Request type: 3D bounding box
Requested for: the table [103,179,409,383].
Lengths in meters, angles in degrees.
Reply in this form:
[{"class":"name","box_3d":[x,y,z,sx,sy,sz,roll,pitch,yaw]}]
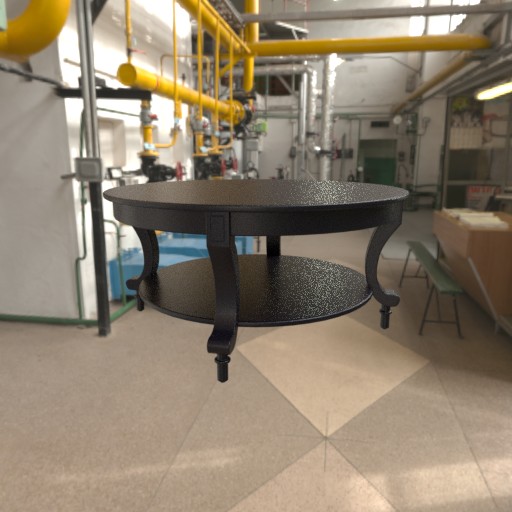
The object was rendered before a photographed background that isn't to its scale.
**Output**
[{"class":"table","box_3d":[0.000,0.000,1.617,1.029,0.491,1.029,0,13,0]}]
